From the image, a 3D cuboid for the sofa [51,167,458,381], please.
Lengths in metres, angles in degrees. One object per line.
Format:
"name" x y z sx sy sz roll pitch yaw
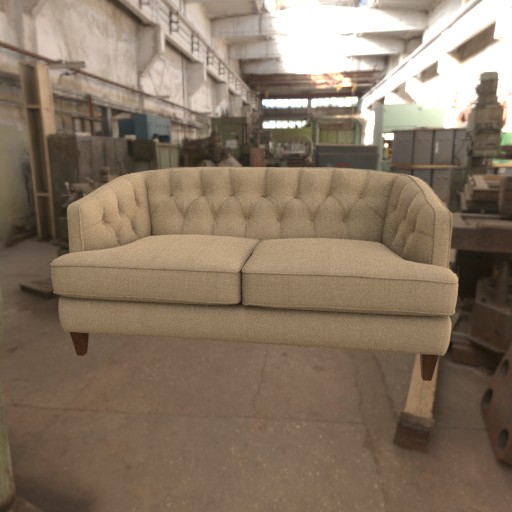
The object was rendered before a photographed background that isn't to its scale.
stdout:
"sofa" 0.000 0.000 2.250 1.733 0.855 0.941 2 14 8
